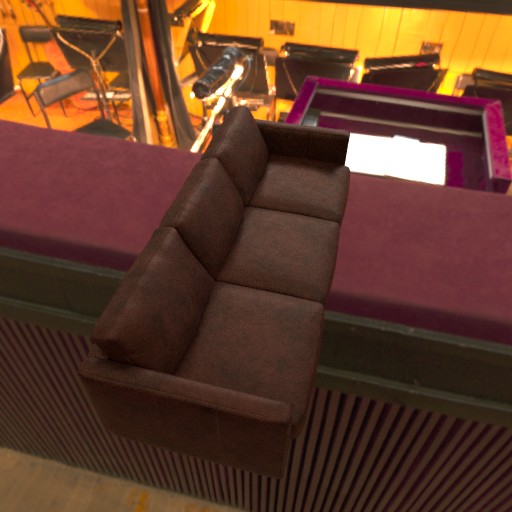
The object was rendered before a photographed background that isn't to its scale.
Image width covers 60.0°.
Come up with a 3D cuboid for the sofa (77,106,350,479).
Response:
[{"bbox_3d":[0.000,0.000,2.932,1.045,1.006,2.464,10,46,10],"label":"sofa"}]
